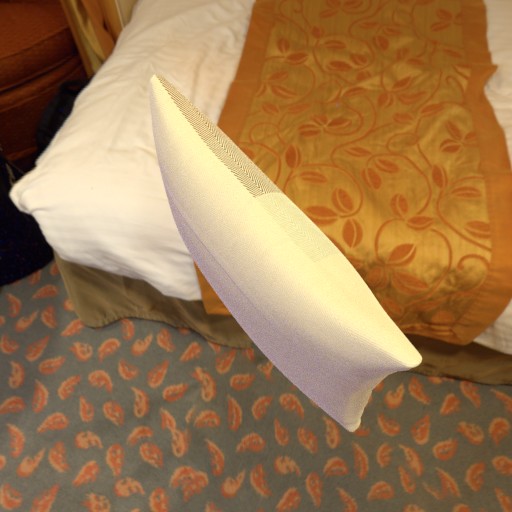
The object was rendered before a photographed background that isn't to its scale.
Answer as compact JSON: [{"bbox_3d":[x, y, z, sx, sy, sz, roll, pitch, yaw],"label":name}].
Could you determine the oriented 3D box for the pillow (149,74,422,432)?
[{"bbox_3d":[0.000,0.000,0.630,0.139,0.305,0.506,-31,63,-18],"label":"pillow"}]
